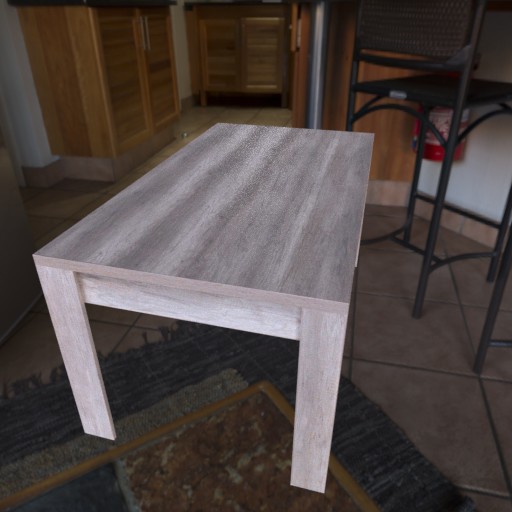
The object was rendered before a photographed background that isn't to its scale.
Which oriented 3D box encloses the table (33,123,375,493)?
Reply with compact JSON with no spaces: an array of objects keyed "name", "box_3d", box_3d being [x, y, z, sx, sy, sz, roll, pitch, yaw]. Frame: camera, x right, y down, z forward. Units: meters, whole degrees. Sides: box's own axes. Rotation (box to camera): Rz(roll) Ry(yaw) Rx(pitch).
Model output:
[{"name":"table","box_3d":[0.000,0.000,2.036,0.900,0.775,1.600,8,31,13]}]
